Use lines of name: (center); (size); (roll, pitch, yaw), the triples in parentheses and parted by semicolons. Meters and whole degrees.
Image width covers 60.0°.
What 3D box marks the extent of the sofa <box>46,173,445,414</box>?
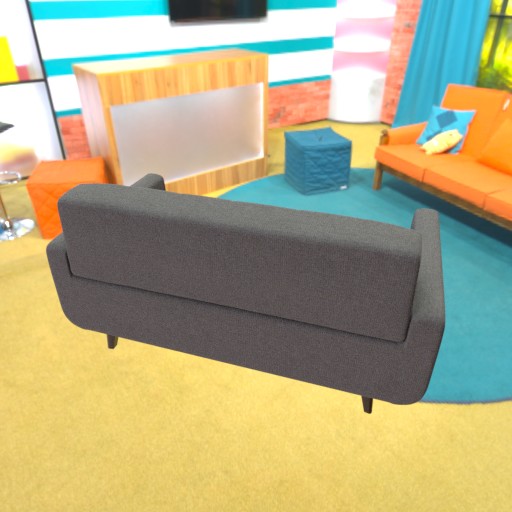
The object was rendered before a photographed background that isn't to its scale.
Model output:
sofa: (0.000, 0.000, 2.128); (1.631, 0.841, 0.909); (10, 33, 15)
